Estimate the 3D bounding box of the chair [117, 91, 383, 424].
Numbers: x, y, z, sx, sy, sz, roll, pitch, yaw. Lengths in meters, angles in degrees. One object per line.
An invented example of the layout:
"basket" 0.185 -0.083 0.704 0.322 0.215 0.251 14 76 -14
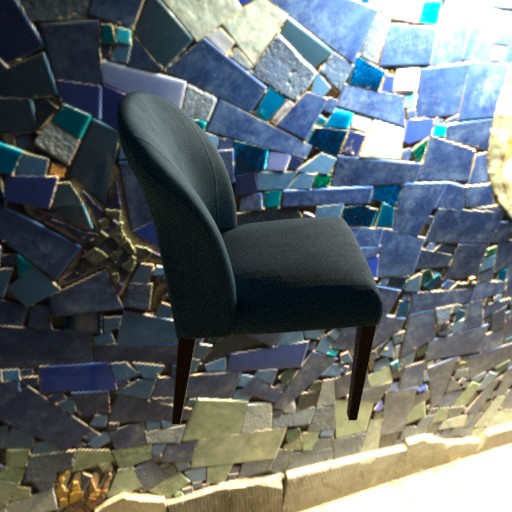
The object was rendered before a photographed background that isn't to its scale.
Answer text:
"chair" 0.000 0.000 1.263 0.620 0.879 0.507 -1 30 -2
